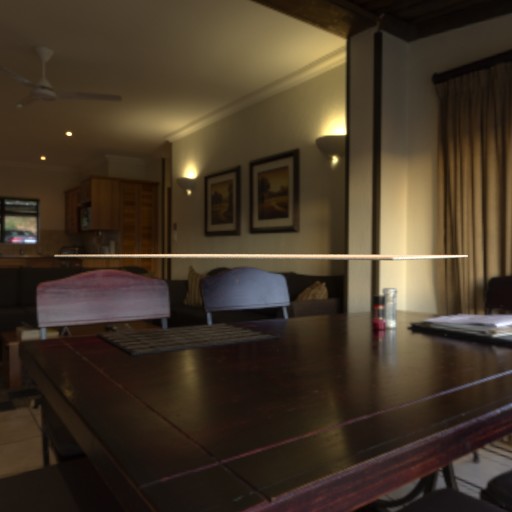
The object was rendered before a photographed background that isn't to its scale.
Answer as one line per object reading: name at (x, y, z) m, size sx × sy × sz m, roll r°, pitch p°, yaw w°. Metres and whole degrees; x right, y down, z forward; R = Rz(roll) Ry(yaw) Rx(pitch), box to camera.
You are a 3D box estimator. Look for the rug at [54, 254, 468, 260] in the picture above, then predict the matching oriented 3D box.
rug at (0.000, 0.000, 3.060) m, size 2.441 × 0.014 × 1.531 m, roll 0°, pitch 1°, yaw 36°
